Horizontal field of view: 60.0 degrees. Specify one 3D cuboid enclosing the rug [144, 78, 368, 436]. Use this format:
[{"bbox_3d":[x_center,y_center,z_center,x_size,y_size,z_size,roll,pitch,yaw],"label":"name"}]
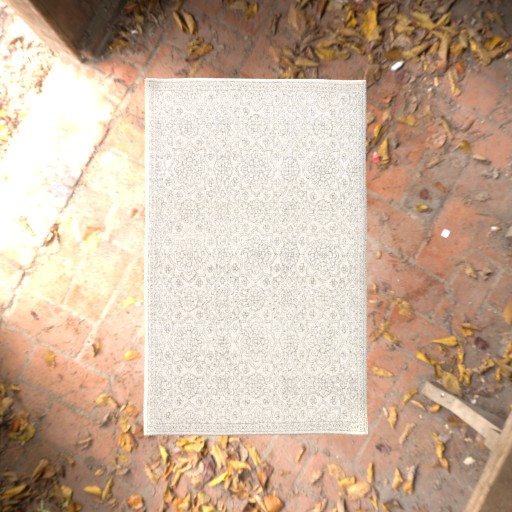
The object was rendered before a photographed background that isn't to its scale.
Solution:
[{"bbox_3d":[0.000,0.000,2.414,1.214,0.023,1.947,0,89,-1],"label":"rug"}]
